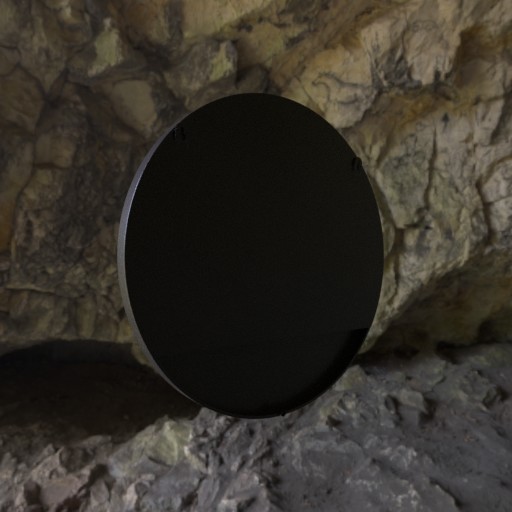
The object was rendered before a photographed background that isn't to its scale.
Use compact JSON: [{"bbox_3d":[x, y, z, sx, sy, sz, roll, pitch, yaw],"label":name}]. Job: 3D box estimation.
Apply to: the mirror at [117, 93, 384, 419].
[{"bbox_3d":[0.000,0.000,0.685,0.457,0.457,0.133,0,0,-36],"label":"mirror"}]
